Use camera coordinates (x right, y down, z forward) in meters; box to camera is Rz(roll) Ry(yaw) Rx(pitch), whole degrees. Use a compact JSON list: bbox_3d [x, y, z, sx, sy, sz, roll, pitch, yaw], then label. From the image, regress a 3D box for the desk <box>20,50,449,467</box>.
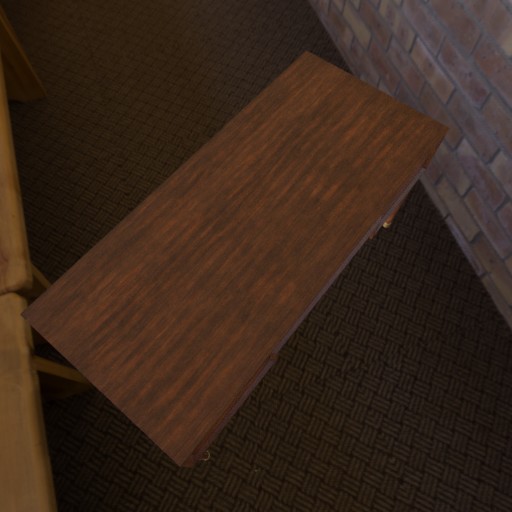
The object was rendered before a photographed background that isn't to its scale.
[{"bbox_3d":[0.000,0.000,1.950,0.724,0.762,1.575,36,69,16],"label":"desk"}]
